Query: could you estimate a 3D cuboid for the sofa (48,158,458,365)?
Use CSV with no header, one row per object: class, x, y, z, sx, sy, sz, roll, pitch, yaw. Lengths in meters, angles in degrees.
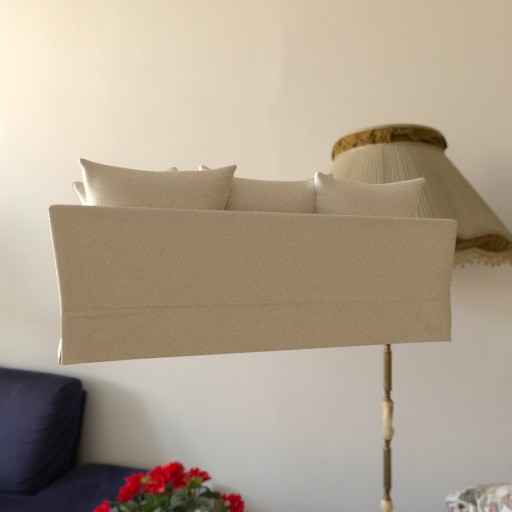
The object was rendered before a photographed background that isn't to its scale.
sofa,0.000,0.000,2.815,2.290,1.034,1.031,0,-1,-17
